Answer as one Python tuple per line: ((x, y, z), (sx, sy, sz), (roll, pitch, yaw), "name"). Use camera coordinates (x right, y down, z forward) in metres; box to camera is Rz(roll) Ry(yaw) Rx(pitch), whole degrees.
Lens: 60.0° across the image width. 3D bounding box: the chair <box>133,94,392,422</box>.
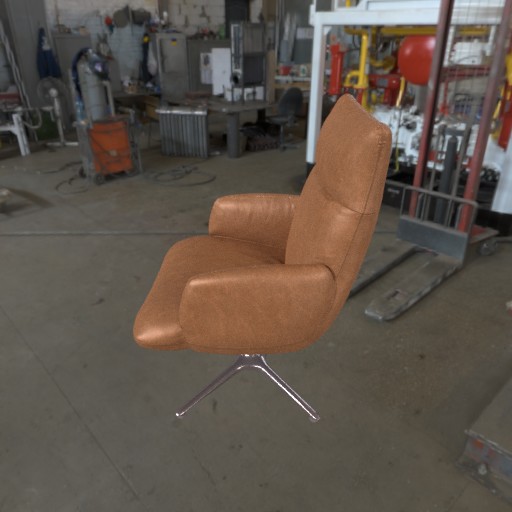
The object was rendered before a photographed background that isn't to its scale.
((0.000, 0.000, 1.578), (0.794, 1.027, 0.711), (1, 27, 2), "chair")
